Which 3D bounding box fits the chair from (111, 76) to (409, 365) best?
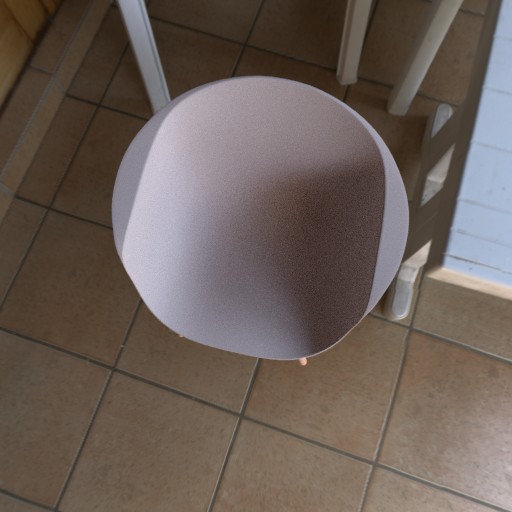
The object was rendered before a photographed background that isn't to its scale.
[{"bbox_3d":[0.000,0.000,1.156,0.593,0.781,0.504,12,76,3],"label":"chair"}]
